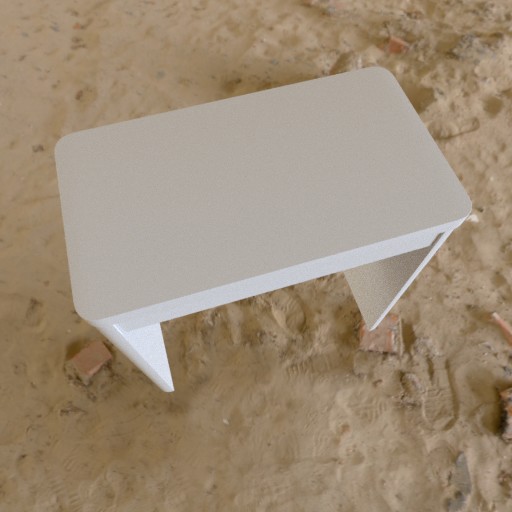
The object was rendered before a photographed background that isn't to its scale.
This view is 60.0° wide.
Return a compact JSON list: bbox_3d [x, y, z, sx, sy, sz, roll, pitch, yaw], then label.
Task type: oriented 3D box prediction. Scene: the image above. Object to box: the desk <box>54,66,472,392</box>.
[{"bbox_3d":[0.000,0.000,1.259,0.790,0.760,0.446,-15,64,-8],"label":"desk"}]
